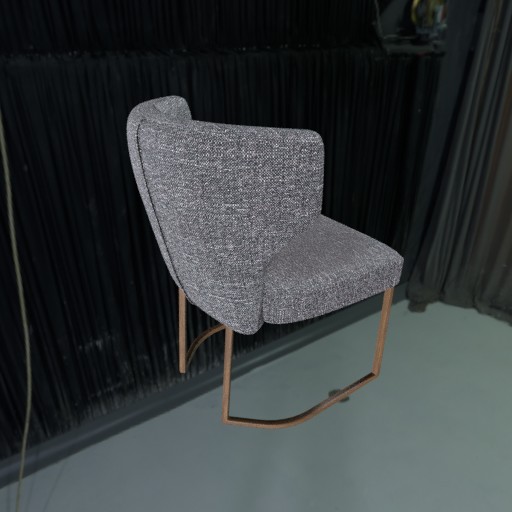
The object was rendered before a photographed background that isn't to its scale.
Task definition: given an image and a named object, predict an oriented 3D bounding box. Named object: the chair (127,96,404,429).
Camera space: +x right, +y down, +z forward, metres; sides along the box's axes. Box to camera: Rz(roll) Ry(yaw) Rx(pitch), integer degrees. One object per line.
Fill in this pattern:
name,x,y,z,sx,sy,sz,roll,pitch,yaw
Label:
chair,0.000,0.000,1.245,0.617,0.824,0.611,-19,33,-31
